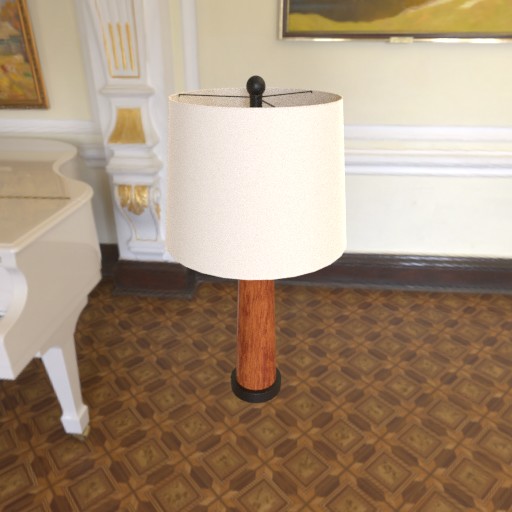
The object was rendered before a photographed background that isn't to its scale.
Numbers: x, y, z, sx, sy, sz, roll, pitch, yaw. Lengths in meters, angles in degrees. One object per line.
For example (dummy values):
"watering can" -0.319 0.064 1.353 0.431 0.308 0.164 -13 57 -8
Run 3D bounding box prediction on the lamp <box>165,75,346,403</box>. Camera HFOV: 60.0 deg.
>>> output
"lamp" 0.000 0.000 0.883 0.349 0.667 0.349 0 26 0
